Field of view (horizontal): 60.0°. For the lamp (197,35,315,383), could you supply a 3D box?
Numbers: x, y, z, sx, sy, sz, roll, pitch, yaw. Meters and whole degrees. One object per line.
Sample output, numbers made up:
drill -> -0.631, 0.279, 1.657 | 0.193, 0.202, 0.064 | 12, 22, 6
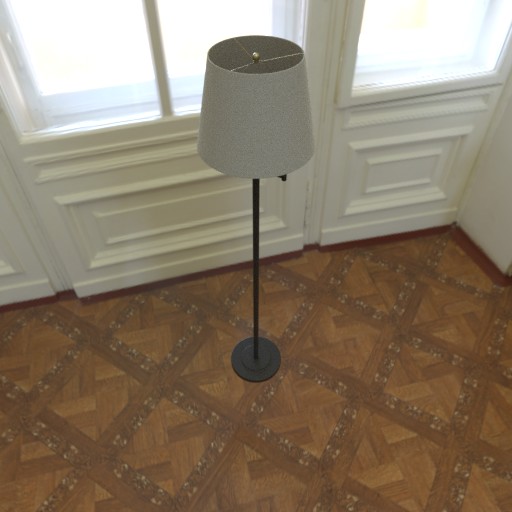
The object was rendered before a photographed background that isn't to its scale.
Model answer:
lamp -> 0.000, 0.000, 1.648 | 0.348, 1.473, 0.348 | 22, 50, 20
